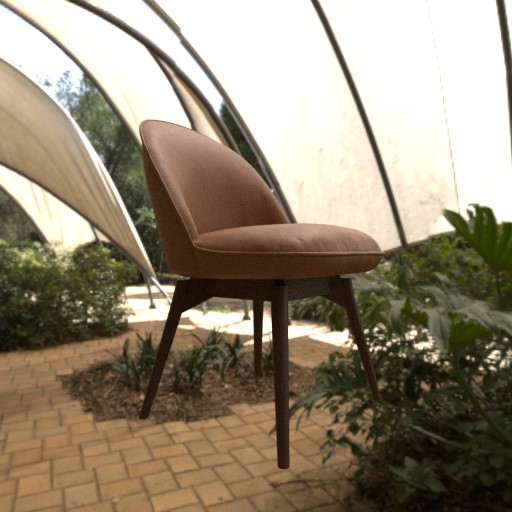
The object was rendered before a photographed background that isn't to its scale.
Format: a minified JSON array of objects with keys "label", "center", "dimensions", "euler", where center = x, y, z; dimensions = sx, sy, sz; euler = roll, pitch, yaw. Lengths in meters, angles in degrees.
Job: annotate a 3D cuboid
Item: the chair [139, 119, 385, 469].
[{"label":"chair","center":[0.000,0.000,1.230],"dimensions":[0.631,0.831,0.521],"euler":[1,1,37]}]
